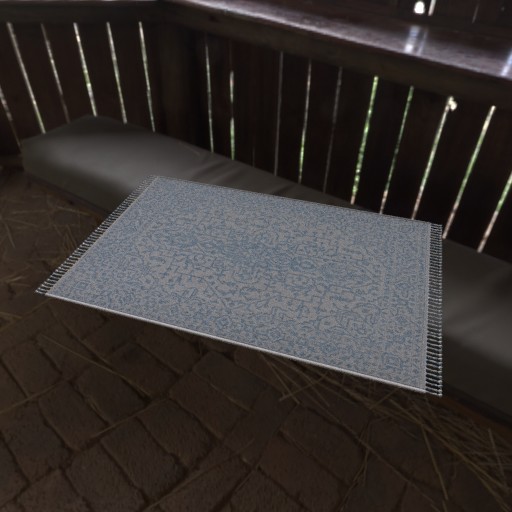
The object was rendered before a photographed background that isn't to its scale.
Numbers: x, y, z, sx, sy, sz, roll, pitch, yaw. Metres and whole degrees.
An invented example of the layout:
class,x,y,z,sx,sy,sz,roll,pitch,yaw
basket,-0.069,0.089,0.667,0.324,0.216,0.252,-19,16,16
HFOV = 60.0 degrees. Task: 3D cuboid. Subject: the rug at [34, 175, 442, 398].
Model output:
class,x,y,z,sx,sy,sz,roll,pitch,yaw
rug,0.000,0.000,3.052,2.438,0.010,1.524,12,42,13
